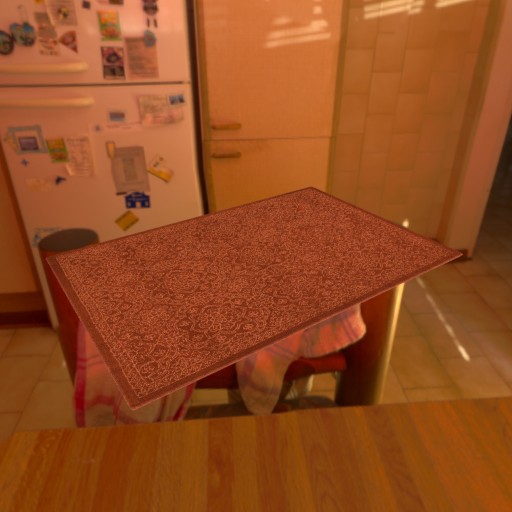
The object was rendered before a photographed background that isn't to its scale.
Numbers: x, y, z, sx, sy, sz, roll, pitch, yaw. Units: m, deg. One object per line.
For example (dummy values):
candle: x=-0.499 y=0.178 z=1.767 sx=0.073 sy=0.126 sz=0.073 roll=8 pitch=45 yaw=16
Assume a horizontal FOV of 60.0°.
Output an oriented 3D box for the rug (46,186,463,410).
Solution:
rug: x=0.000 y=0.000 z=2.329 sx=1.829 sy=0.010 sz=1.219 roll=-19 pitch=35 yaw=-30
